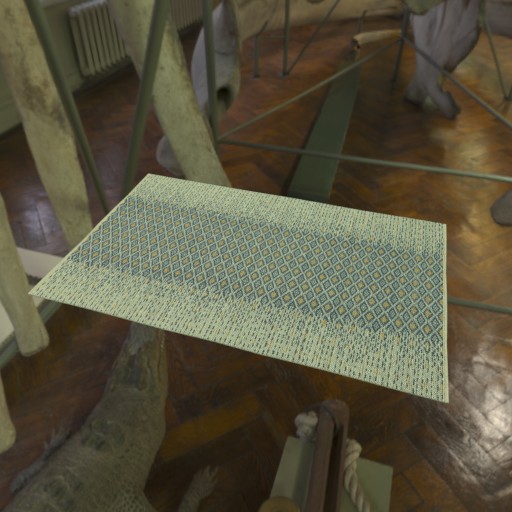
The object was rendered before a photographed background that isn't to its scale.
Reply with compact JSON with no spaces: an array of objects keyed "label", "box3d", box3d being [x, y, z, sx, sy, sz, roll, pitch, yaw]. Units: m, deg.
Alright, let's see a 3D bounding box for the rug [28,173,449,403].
[{"label":"rug","box3d":[0.000,0.000,2.988,2.448,0.008,1.541,12,41,13]}]
